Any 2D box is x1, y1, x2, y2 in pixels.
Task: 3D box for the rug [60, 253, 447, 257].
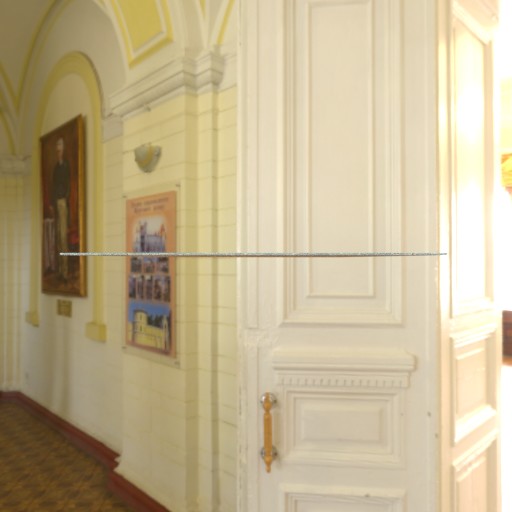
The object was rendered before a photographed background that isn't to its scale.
[{"bbox_3d":[0.000,0.000,2.182,1.142,0.006,1.752,0,0,1],"label":"rug"}]
